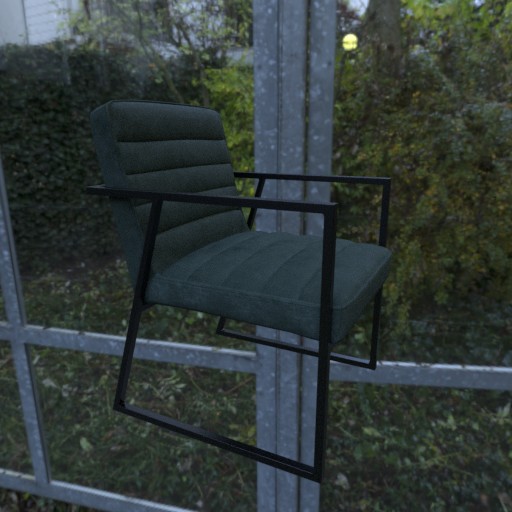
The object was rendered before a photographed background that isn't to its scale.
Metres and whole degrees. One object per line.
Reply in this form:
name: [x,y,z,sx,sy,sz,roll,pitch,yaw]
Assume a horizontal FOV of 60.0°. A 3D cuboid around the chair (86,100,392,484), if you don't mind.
chair: [0.000,0.000,1.247,0.677,0.833,0.571,8,17,26]
